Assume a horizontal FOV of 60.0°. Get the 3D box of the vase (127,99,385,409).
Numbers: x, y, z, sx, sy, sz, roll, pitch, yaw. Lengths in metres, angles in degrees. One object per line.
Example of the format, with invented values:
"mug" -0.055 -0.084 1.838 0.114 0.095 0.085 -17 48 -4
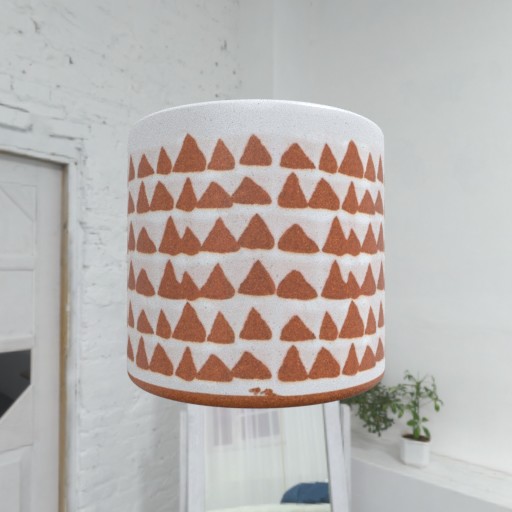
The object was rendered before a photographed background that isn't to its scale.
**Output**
"vase" 0.000 0.000 0.245 0.137 0.127 0.137 0 -1 0
